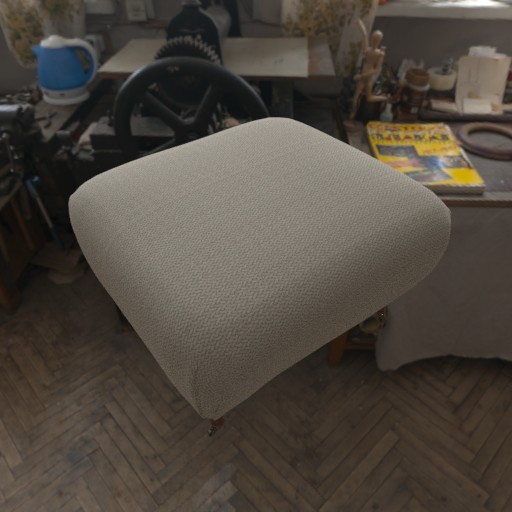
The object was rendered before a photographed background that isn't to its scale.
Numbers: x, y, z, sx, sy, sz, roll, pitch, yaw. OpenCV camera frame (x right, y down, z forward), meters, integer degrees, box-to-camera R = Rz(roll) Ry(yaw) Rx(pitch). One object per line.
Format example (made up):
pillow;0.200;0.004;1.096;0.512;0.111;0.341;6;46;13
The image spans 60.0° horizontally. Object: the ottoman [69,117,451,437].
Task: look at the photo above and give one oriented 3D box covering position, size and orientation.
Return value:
ottoman;0.000;0.000;1.072;0.684;0.447;0.622;-27;48;-27
